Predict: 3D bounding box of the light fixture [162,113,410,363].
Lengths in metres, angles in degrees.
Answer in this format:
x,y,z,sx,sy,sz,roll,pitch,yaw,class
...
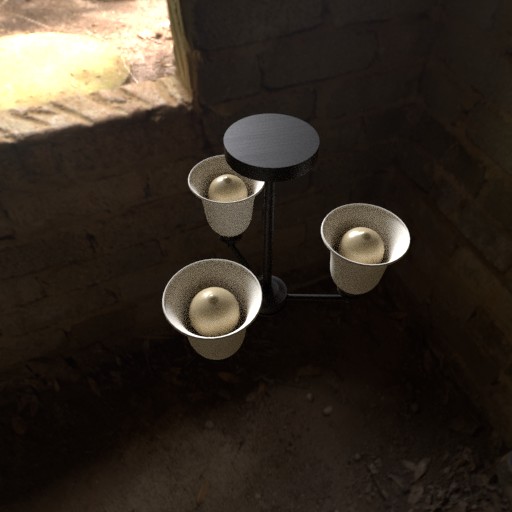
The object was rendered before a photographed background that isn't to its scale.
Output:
x,y,z,sx,sy,sz,roll,pitch,yaw,class
0.000,0.000,0.673,0.388,0.370,0.354,25,52,21,light fixture
